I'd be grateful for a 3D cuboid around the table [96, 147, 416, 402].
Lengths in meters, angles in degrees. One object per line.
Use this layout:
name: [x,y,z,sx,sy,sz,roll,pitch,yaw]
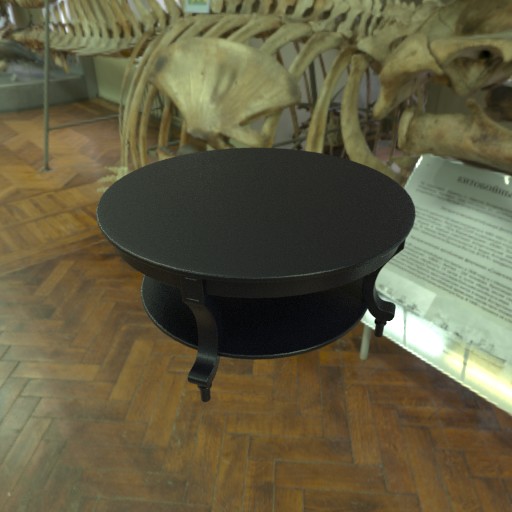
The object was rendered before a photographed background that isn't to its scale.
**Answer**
table: [0.000,0.000,1.611,1.029,0.491,1.029,0,31,0]
